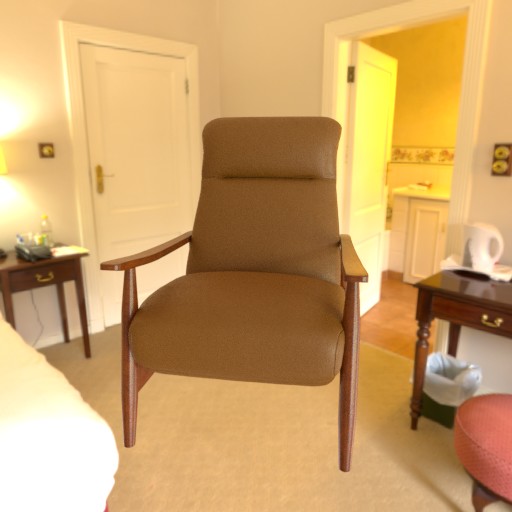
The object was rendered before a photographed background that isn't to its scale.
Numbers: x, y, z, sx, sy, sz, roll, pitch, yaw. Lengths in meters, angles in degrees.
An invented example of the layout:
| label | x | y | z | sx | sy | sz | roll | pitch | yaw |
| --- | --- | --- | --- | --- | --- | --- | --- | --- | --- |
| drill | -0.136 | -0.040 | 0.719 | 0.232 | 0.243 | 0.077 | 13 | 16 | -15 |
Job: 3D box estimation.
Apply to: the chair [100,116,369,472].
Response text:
| label | x | y | z | sx | sy | sz | roll | pitch | yaw |
| --- | --- | --- | --- | --- | --- | --- | --- | --- | --- |
| chair | 0.000 | 0.000 | 1.723 | 0.762 | 1.082 | 1.014 | 2 | 15 | 9 |
